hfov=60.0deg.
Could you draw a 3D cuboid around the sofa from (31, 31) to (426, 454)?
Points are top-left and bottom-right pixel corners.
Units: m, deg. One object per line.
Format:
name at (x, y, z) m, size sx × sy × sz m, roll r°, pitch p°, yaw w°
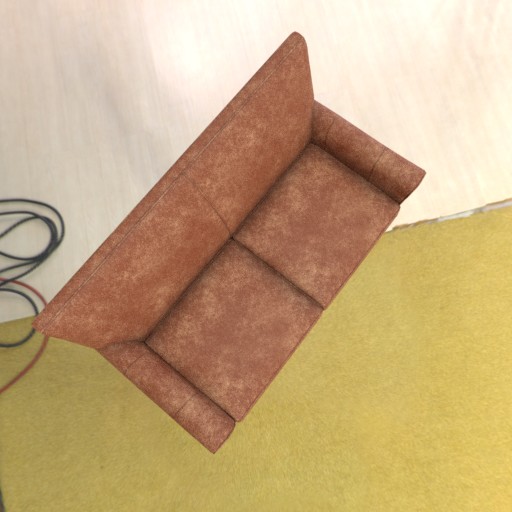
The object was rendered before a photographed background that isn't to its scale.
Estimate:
sofa at (0.000, 0.000, 1.985) m, size 0.787 × 0.871 × 1.473 m, roll 38°, pitch 80°, yaw 8°
